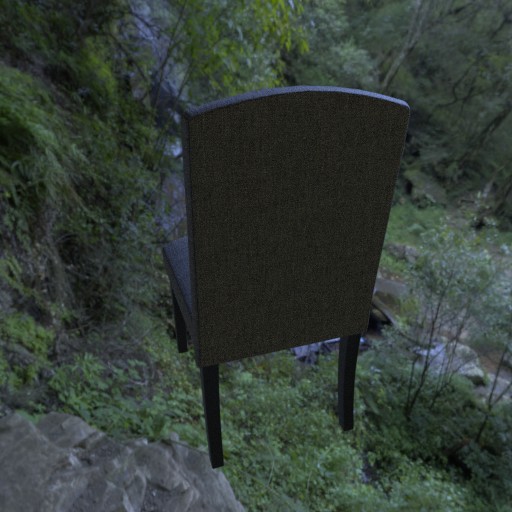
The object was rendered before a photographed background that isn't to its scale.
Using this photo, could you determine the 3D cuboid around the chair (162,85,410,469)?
[{"bbox_3d":[0.000,0.000,1.213,0.451,0.917,0.580,-8,27,-17],"label":"chair"}]
